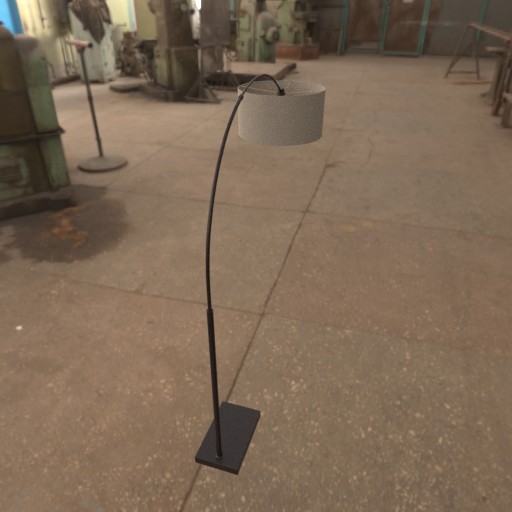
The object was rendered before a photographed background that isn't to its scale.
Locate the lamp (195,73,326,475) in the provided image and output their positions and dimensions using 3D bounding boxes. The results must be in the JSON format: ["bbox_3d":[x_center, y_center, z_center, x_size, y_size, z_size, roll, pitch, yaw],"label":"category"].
[{"bbox_3d":[0.000,0.000,2.542,0.493,1.927,1.424,9,32,15],"label":"lamp"}]
